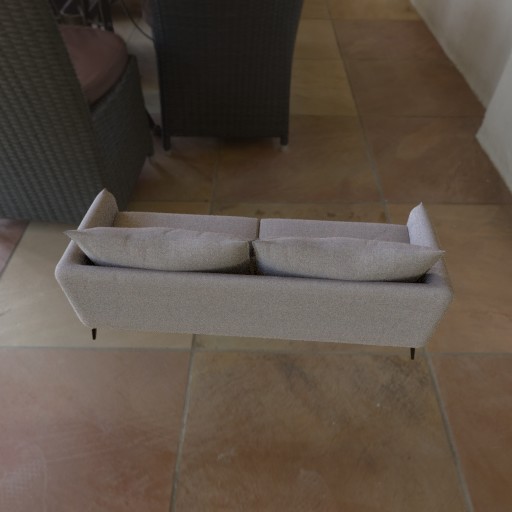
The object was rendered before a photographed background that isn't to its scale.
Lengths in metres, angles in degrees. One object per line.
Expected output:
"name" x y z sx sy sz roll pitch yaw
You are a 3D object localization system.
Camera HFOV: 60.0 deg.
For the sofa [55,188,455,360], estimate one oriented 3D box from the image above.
"sofa" 0.000 0.000 2.476 2.022 0.833 0.809 3 46 3
